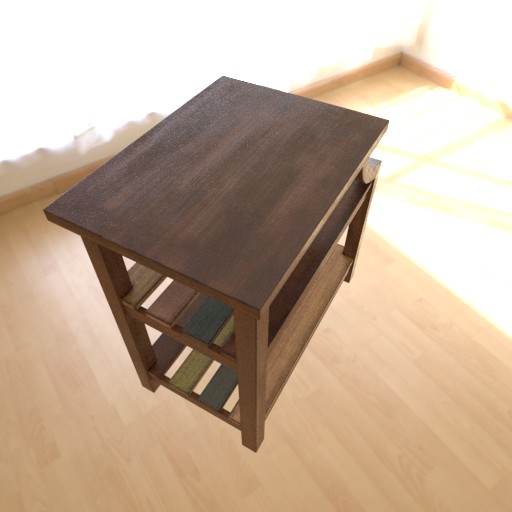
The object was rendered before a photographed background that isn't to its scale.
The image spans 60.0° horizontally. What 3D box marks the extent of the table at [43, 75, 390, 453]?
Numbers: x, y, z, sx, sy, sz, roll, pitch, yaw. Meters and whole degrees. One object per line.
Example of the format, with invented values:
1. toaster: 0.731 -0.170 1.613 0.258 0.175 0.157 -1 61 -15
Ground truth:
1. table: 0.000 0.000 0.967 0.356 0.584 0.609 23 51 19
